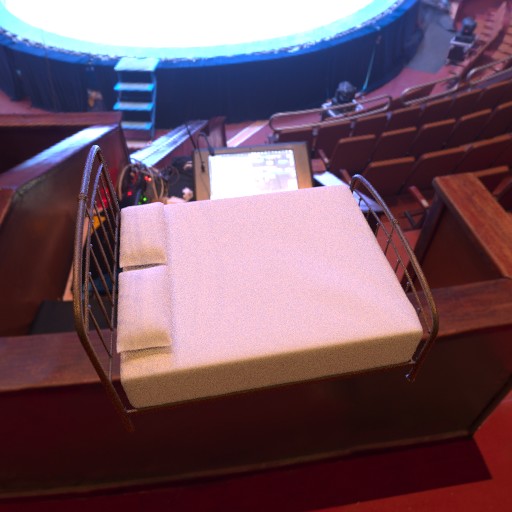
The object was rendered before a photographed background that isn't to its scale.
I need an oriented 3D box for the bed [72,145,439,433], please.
[{"bbox_3d":[0.000,0.000,3.294,2.168,1.475,1.711,-8,47,-7],"label":"bed"}]
